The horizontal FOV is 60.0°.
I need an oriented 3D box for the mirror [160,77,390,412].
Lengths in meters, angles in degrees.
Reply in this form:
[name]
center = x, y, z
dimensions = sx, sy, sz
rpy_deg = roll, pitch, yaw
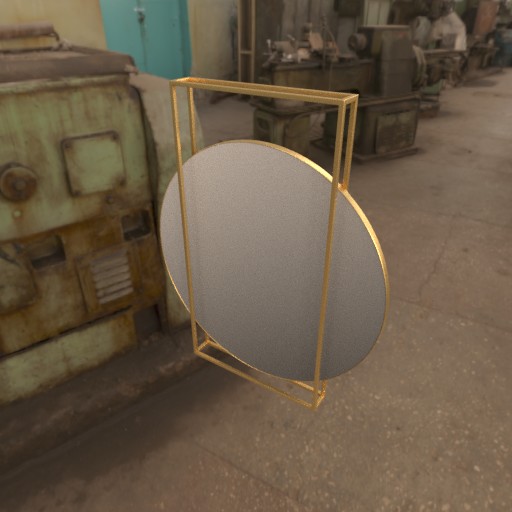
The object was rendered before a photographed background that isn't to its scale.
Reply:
[mirror]
center = 0.000, 0.000, 0.836
dimensions = 0.508, 0.603, 0.051
rpy_deg = 18, 34, 28
